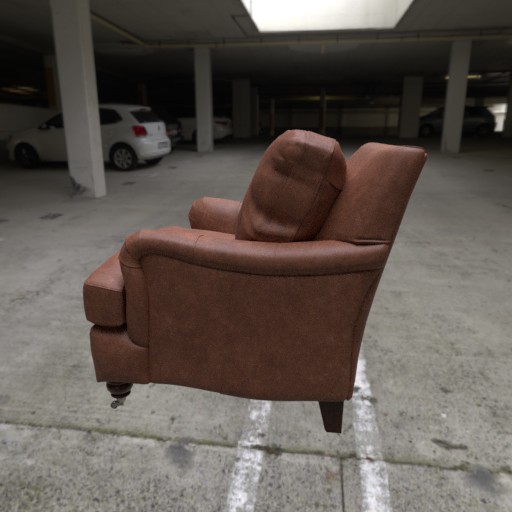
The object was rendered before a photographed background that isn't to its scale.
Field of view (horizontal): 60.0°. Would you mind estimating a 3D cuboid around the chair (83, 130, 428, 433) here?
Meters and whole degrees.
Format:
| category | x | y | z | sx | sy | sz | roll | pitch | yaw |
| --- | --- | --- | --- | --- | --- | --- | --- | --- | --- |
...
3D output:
| category | x | y | z | sx | sy | sz | roll | pitch | yaw |
| --- | --- | --- | --- | --- | --- | --- | --- | --- | --- |
| chair | 0.000 | 0.000 | 1.915 | 1.158 | 1.055 | 0.986 | 2 | 15 | 7 |
